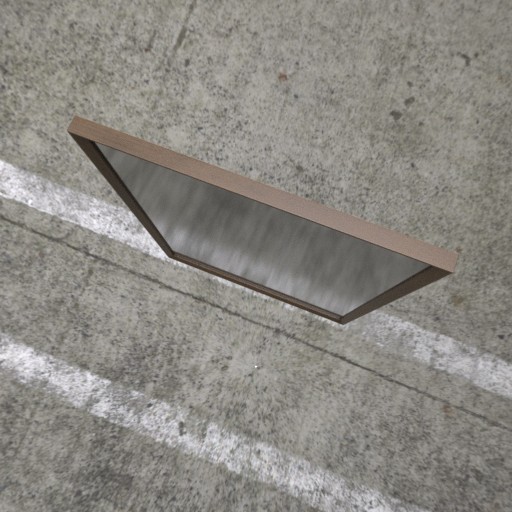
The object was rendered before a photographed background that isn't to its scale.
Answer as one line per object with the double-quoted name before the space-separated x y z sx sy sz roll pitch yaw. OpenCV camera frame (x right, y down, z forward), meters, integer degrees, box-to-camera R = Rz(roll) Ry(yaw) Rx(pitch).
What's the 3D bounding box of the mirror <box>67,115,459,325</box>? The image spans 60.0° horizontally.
"mirror" 0.000 0.000 1.310 0.762 1.016 0.041 21 77 5
